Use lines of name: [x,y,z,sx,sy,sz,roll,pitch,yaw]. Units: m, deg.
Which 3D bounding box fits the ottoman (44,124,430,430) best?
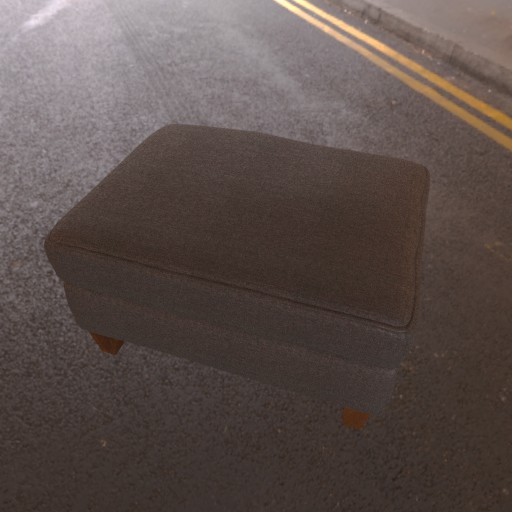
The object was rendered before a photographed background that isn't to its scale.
ottoman: [0.000,0.000,1.225,0.826,0.496,0.639,13,44,13]
